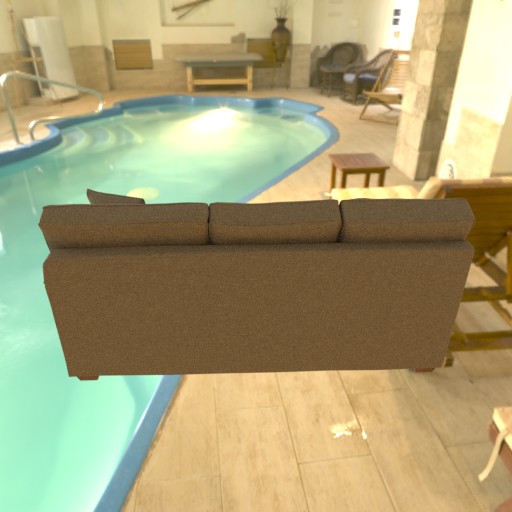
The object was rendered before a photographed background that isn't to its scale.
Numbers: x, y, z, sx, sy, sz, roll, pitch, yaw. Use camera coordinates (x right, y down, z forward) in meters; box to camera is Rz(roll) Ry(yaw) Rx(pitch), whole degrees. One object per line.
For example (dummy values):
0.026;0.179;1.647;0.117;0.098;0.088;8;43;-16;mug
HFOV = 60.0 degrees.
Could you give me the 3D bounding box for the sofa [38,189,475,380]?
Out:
0.000;0.000;2.529;1.963;0.946;1.034;-1;29;-2;sofa
